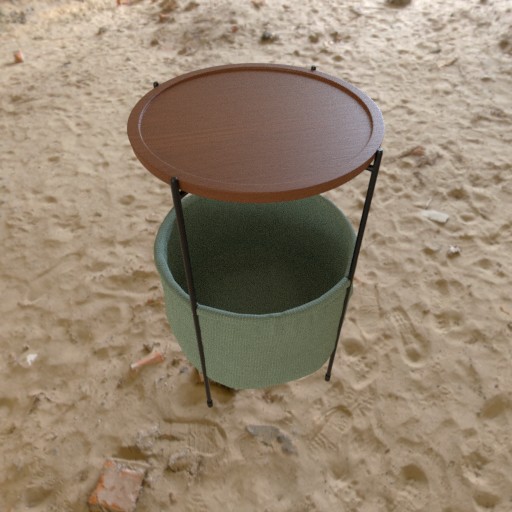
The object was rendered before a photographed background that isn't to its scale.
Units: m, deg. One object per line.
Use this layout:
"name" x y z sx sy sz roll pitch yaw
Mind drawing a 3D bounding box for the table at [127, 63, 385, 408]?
"table" 0.000 0.000 0.896 0.400 0.623 0.400 -10 47 -9
